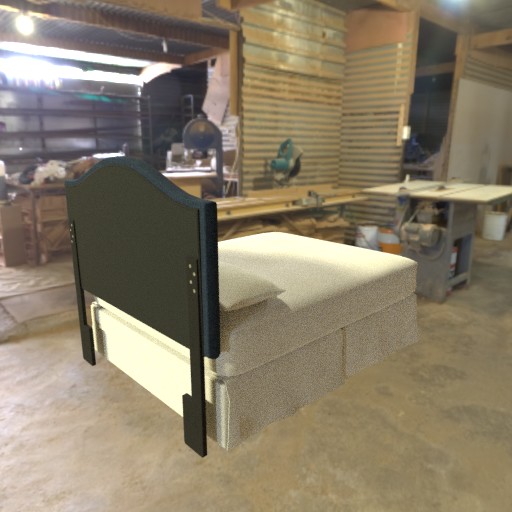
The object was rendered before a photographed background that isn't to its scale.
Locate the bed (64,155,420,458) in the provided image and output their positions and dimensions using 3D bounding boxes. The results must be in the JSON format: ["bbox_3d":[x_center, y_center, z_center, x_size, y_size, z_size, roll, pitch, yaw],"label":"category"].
[{"bbox_3d":[0.000,0.000,3.348,2.153,1.518,1.713,-13,20,-42],"label":"bed"}]
